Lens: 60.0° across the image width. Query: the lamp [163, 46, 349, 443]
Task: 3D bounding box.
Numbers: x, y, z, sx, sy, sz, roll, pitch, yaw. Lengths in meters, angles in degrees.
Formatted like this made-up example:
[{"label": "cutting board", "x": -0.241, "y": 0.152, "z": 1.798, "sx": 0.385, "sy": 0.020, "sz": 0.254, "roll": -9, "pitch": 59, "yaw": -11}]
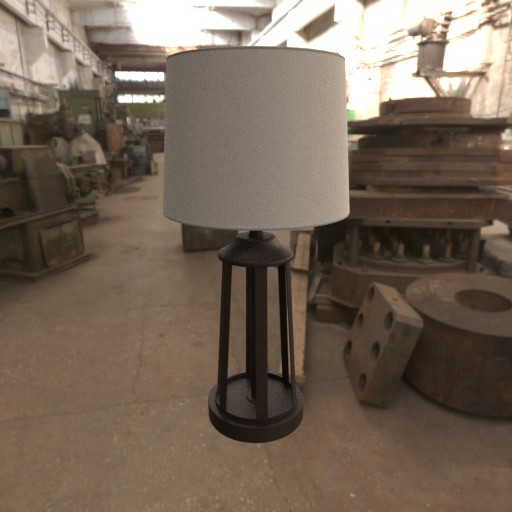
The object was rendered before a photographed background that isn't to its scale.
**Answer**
[{"label": "lamp", "x": 0.000, "y": 0.000, "z": 0.626, "sx": 0.251, "sy": 0.509, "sz": 0.251, "roll": 0, "pitch": 17, "yaw": 0}]
